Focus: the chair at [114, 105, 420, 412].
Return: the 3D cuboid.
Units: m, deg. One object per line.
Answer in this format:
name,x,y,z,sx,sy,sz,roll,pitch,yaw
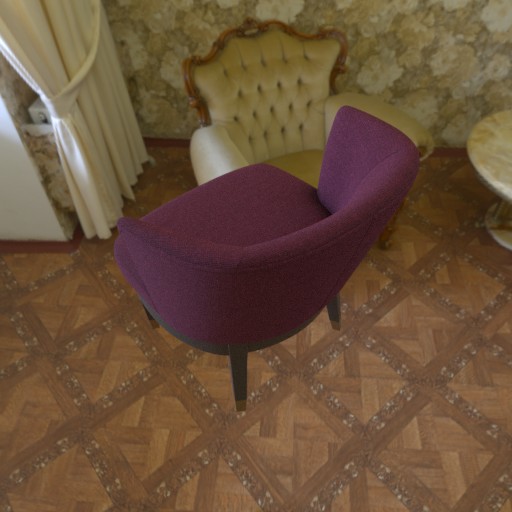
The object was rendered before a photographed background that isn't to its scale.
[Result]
chair,0.000,0.000,1.266,0.700,0.760,0.660,-33,55,-27
